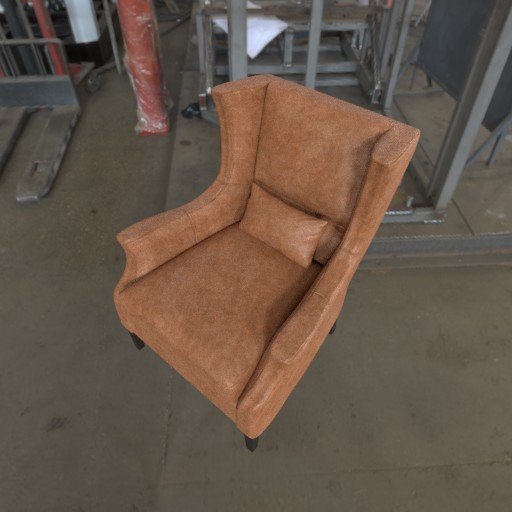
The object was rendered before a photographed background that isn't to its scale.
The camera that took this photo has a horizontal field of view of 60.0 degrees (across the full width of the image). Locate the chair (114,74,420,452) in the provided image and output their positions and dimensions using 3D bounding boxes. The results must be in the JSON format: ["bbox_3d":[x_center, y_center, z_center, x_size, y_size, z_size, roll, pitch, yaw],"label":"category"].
[{"bbox_3d":[0.000,0.000,1.731,0.853,1.016,0.926,32,54,28],"label":"chair"}]
